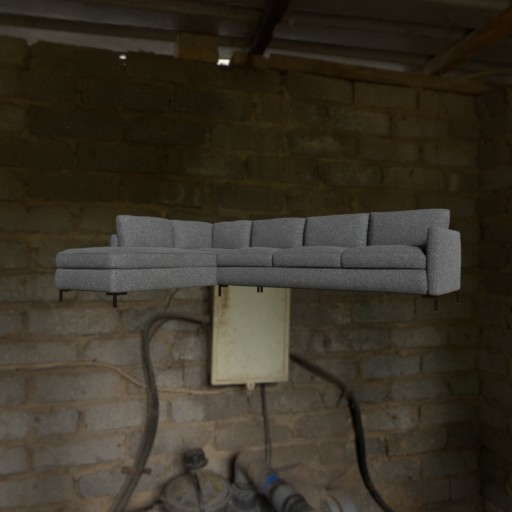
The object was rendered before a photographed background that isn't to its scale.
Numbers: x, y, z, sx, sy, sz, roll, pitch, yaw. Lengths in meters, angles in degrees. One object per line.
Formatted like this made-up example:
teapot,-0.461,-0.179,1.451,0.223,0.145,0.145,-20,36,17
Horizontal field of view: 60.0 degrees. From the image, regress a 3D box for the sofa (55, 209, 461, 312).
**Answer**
sofa,0.000,0.000,3.834,2.949,0.815,2.007,0,0,36
